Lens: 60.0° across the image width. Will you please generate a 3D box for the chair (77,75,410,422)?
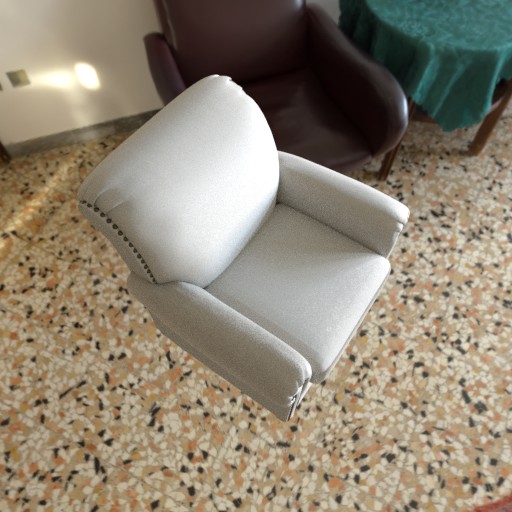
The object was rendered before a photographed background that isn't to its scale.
[{"bbox_3d":[0.000,0.000,1.649,0.890,0.927,0.854,31,64,17],"label":"chair"}]
